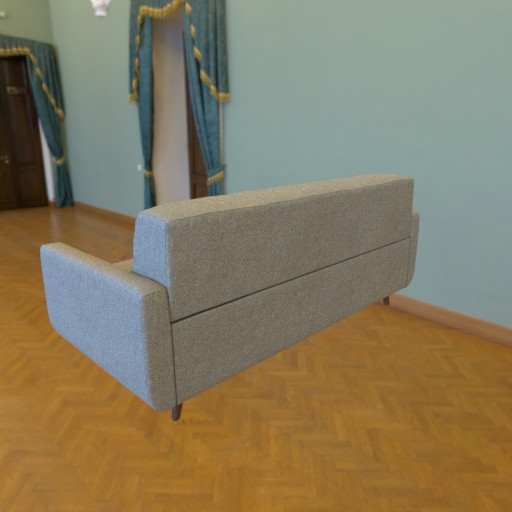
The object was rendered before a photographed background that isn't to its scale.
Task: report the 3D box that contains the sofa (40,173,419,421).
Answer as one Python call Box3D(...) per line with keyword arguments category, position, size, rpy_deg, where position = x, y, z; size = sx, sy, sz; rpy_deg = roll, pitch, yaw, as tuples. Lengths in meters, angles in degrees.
Box3D(category="sofa", position=(0.000, 0.000, 2.539), size=(2.055, 0.873, 0.968), rpy_deg=(-16, 23, -43))
